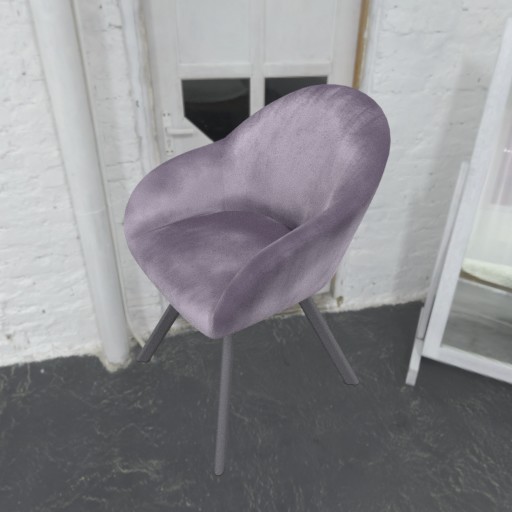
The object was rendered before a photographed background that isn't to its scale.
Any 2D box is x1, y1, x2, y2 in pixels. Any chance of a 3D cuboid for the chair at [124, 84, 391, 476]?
[{"bbox_3d":[0.000,0.000,1.173,0.590,0.795,0.550,-21,38,-30],"label":"chair"}]
